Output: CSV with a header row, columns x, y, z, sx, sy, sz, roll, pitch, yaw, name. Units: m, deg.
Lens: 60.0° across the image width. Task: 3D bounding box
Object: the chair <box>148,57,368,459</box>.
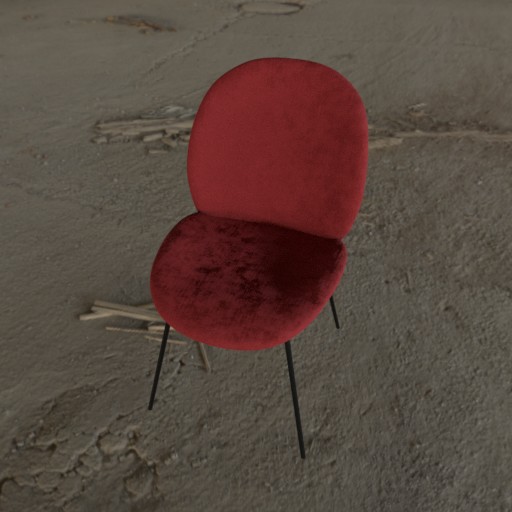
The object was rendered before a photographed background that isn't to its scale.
x,y,z,sx,sy,sz,roll,pitch,yaw,name
0.000,0.000,1.116,0.458,0.791,0.587,12,42,14,chair
